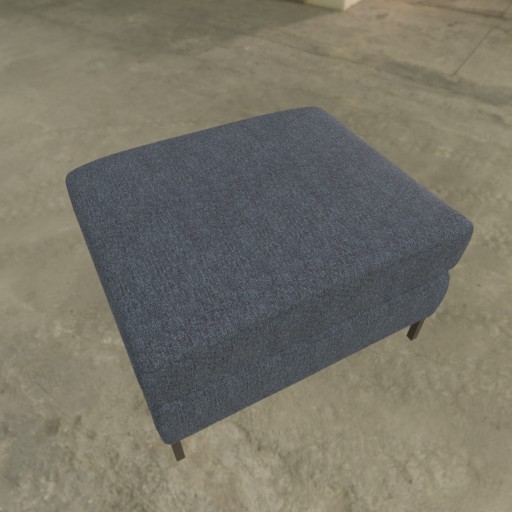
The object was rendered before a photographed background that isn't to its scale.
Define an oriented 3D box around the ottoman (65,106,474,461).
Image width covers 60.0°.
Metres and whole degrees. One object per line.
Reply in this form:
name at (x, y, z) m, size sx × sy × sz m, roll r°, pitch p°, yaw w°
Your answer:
ottoman at (0.000, 0.000, 1.262) m, size 0.831 × 0.533 × 0.695 m, roll -21°, pitch 49°, yaw -19°
